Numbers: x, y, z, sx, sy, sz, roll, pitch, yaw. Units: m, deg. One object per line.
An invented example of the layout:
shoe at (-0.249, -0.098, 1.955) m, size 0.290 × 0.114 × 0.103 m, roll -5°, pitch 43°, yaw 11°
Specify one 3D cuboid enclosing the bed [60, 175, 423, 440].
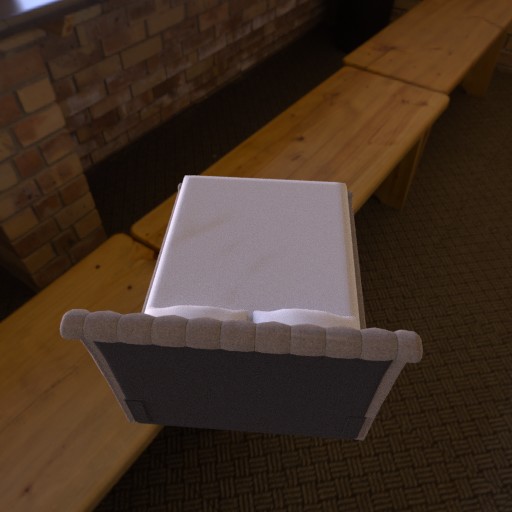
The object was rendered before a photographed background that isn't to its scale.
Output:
bed at (0.000, 0.000, 3.219) m, size 1.645 × 1.371 × 2.252 m, roll 3°, pitch 48°, yaw 3°
